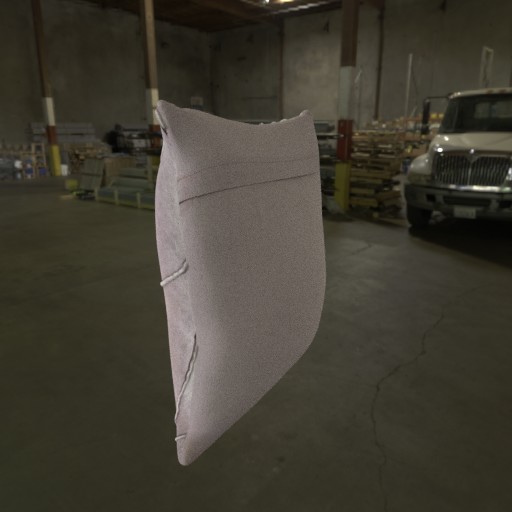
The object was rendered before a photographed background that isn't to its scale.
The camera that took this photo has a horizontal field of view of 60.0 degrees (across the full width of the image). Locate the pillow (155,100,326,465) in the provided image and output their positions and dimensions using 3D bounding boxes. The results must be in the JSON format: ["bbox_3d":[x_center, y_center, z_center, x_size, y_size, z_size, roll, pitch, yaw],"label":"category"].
[{"bbox_3d":[0.000,0.000,0.677,0.185,0.440,0.439,8,18,25],"label":"pillow"}]
